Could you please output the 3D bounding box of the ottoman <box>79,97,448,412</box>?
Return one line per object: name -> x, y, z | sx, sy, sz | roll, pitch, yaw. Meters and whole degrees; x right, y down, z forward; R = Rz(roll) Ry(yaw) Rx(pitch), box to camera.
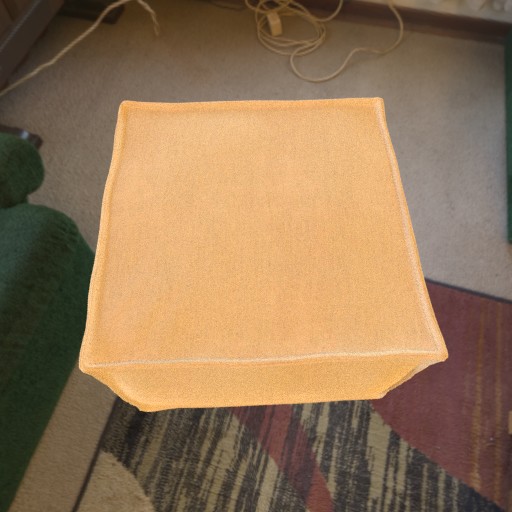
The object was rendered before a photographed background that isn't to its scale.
ottoman -> 0.000, 0.000, 1.142 | 0.696, 0.470, 0.707 | -2, 62, -1
